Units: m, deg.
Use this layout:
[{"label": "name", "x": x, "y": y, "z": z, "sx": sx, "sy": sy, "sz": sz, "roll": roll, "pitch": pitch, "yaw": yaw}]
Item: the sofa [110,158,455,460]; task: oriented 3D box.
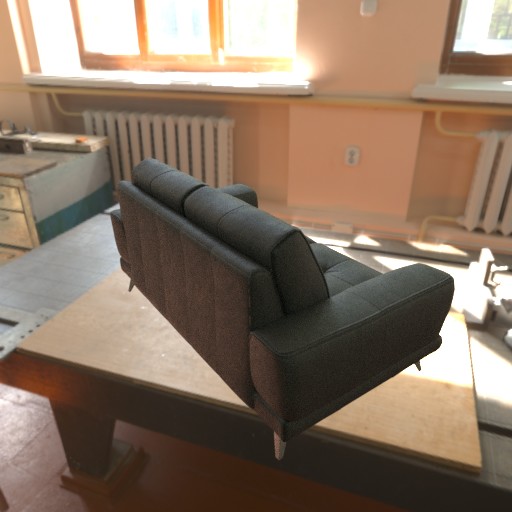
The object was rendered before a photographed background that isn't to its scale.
[{"label": "sofa", "x": 0.000, "y": 0.000, "z": 2.420, "sx": 1.018, "sy": 0.907, "sz": 1.806, "roll": -17, "pitch": 31, "yaw": -31}]
